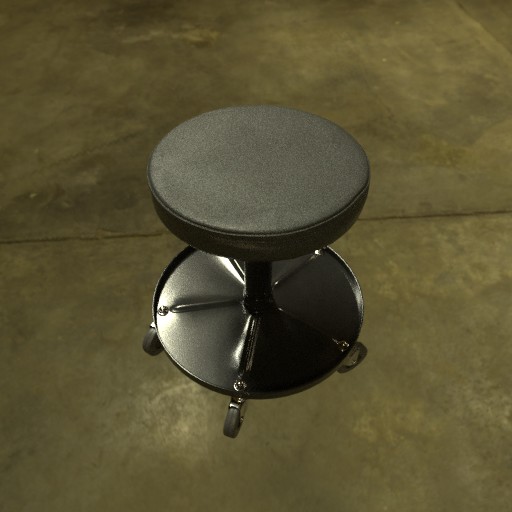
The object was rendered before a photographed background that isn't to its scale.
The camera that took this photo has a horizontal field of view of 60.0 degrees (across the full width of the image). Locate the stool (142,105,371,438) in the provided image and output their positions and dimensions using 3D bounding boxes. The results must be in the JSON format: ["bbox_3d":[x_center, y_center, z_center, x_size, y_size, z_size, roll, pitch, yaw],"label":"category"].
[{"bbox_3d":[0.000,0.000,0.677,0.382,0.365,0.381,32,55,27],"label":"stool"}]
